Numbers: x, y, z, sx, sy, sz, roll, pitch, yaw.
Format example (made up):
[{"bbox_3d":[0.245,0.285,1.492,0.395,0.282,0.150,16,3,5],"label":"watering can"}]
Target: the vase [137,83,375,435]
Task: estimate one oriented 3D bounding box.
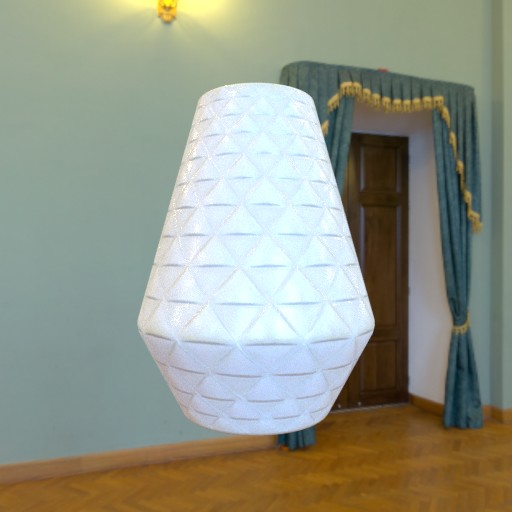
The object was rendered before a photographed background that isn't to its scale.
[{"bbox_3d":[0.000,0.000,0.338,0.175,0.230,0.175,0,0,0],"label":"vase"}]
